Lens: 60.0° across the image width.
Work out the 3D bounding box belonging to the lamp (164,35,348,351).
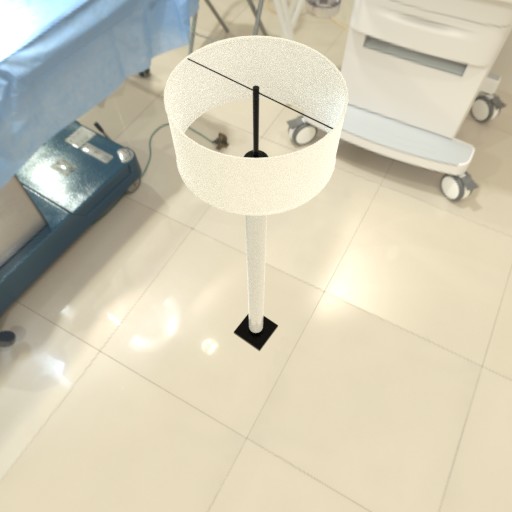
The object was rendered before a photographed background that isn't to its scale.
[{"bbox_3d":[0.000,0.000,1.631,0.420,1.475,0.420,32,64,18],"label":"lamp"}]
